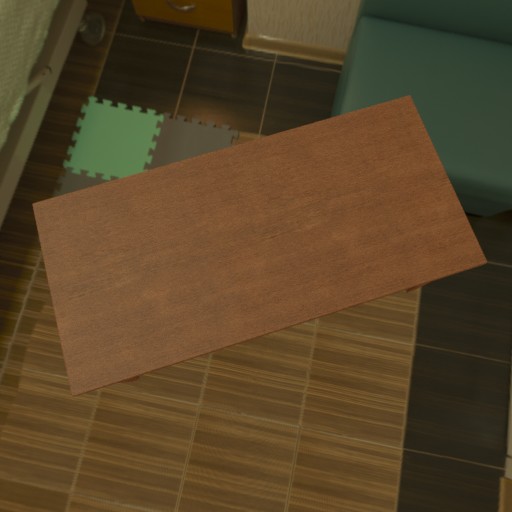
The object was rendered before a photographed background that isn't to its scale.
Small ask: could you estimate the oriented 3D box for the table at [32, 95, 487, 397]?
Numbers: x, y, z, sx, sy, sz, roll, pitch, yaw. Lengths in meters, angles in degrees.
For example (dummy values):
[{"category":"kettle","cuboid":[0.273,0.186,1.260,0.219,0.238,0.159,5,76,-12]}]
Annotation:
[{"category":"table","cuboid":[0.000,0.000,1.304,1.016,0.457,0.483,-17,76,-4]}]
